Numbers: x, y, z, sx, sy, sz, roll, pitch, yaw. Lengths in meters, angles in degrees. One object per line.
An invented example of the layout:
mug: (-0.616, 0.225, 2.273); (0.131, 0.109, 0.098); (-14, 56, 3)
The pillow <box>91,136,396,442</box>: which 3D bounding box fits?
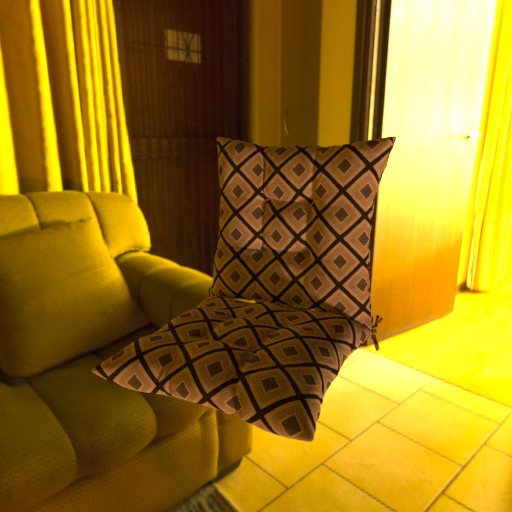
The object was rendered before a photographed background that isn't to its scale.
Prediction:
pillow: (0.000, 0.000, 1.029); (0.541, 0.536, 0.585); (8, 17, 26)
